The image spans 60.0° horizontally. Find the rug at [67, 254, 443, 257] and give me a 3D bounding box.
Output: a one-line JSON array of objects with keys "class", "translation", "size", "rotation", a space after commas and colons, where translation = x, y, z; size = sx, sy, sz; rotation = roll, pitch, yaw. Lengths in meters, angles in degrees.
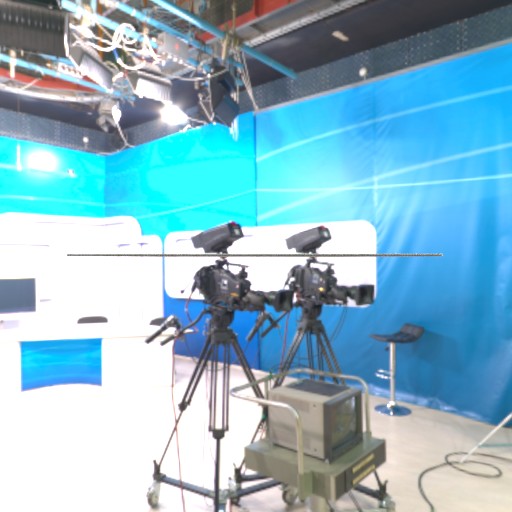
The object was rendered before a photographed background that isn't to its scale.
[{"class": "rug", "translation": [0.000, 0.000, 2.932], "size": [1.555, 0.011, 2.232], "rotation": [0, 0, 0]}]
